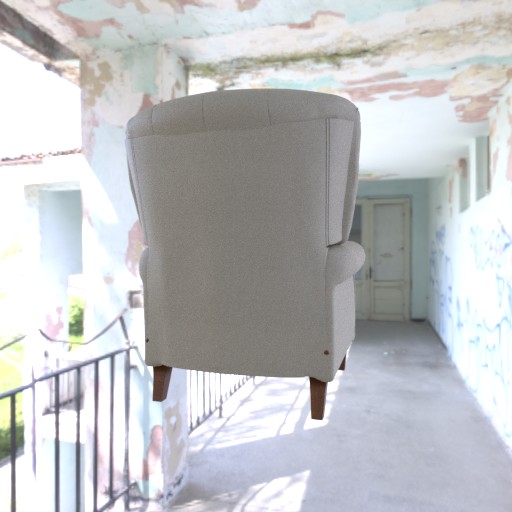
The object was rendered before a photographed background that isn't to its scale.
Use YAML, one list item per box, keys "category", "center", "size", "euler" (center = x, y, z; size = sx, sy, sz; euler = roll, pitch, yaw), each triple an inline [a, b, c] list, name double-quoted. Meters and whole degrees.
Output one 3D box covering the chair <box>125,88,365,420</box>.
- category: "chair"
  center: [0.000, 0.000, 1.955]
  size: [0.943, 1.158, 1.059]
  euler: [0, 1, 18]
